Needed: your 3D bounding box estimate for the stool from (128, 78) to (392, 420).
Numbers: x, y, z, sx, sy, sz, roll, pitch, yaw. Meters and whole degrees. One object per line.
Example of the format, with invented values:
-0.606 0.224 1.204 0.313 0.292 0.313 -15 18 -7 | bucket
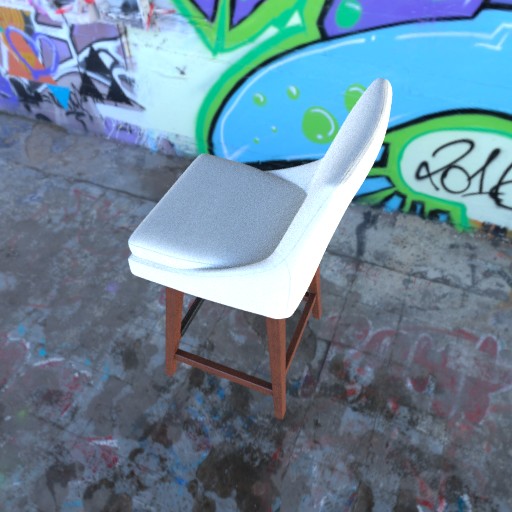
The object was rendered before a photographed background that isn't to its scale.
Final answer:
0.000 0.000 1.314 0.559 0.991 0.469 17 50 15 | stool
